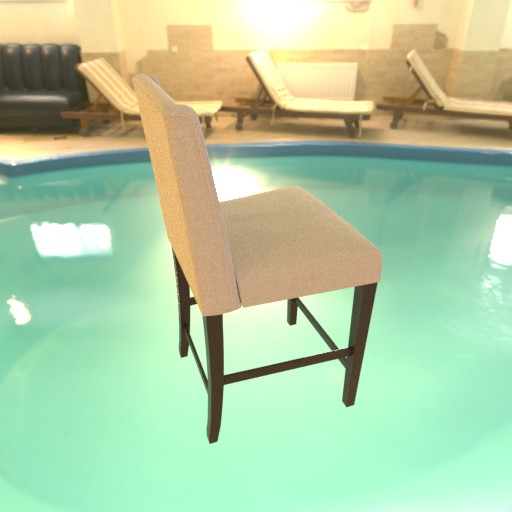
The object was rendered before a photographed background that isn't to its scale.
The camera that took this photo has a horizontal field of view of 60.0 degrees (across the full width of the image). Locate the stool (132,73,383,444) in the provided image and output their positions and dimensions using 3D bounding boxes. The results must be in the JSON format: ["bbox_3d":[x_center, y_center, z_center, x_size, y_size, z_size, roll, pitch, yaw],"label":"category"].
[{"bbox_3d":[0.000,0.000,1.248,0.509,0.939,0.474,-11,32,-18],"label":"stool"}]
